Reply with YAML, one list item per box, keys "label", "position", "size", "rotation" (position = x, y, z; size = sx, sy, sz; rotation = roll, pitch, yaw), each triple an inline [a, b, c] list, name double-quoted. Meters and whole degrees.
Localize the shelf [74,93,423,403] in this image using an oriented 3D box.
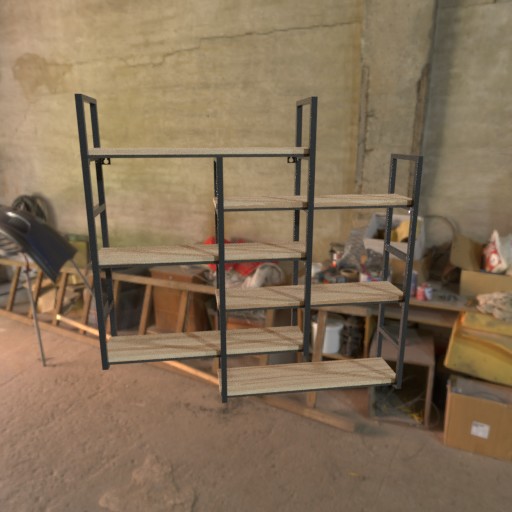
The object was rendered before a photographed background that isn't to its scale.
- label: "shelf"
  position: [0.000, 0.000, 1.372]
  size: [0.946, 0.921, 0.183]
  rotation: [-2, 15, -8]
